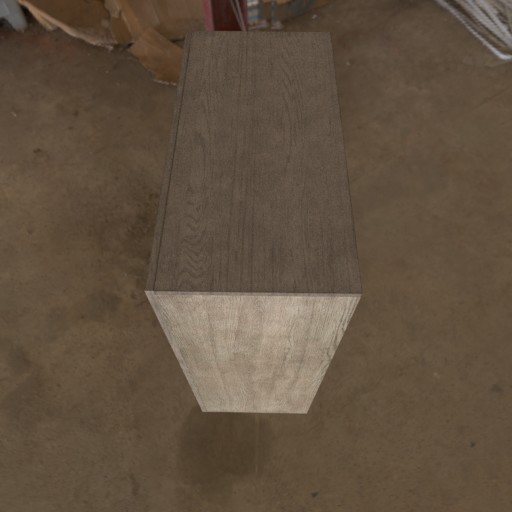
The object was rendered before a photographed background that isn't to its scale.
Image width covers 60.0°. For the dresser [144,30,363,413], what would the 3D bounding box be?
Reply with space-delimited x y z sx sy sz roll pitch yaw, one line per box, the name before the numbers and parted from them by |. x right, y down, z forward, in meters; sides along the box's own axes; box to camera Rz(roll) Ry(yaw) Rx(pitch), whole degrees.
dresser | 0.000 0.000 1.780 0.483 1.295 0.967 1 59 0
